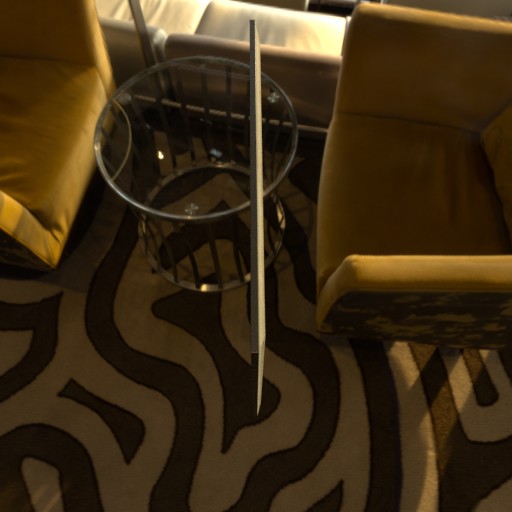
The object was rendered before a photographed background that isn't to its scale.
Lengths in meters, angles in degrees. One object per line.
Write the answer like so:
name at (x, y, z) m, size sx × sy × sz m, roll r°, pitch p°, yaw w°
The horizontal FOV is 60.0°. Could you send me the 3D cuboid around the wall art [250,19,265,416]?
wall art at (0.000, 0.000, 0.916) m, size 0.018 × 0.660 × 0.559 m, roll 0°, pitch 64°, yaw 0°
